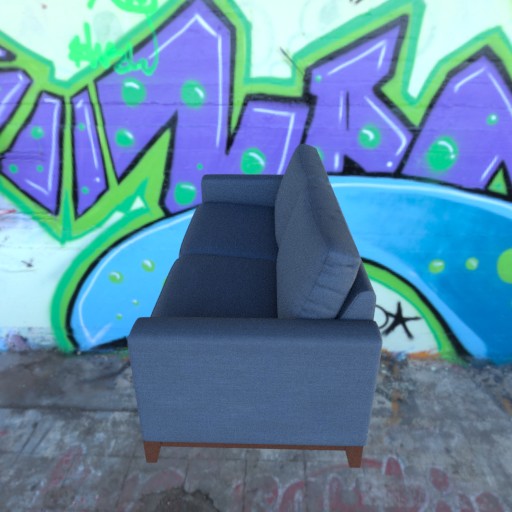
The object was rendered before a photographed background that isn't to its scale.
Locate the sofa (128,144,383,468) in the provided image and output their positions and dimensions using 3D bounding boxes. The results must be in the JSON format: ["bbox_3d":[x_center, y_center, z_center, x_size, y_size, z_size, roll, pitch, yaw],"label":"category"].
[{"bbox_3d":[0.000,0.000,2.358,0.877,0.865,1.900,1,27,1],"label":"sofa"}]
